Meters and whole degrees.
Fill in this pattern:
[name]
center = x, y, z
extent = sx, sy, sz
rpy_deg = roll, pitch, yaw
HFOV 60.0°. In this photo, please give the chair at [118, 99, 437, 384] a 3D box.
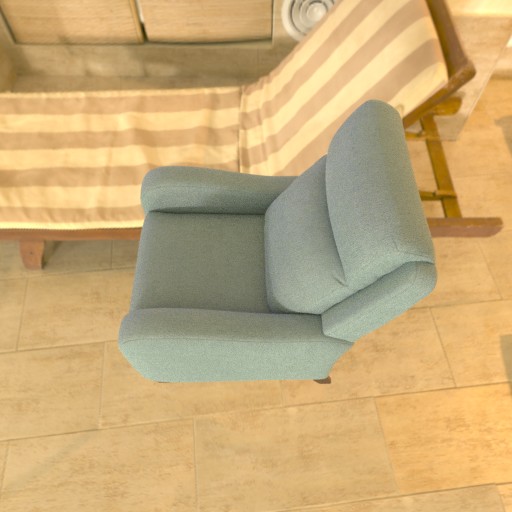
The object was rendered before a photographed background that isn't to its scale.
[chair]
center = 0.000, 0.000, 1.736
extent = 0.988, 1.067, 0.785
rpy_deg = -1, 59, 0
